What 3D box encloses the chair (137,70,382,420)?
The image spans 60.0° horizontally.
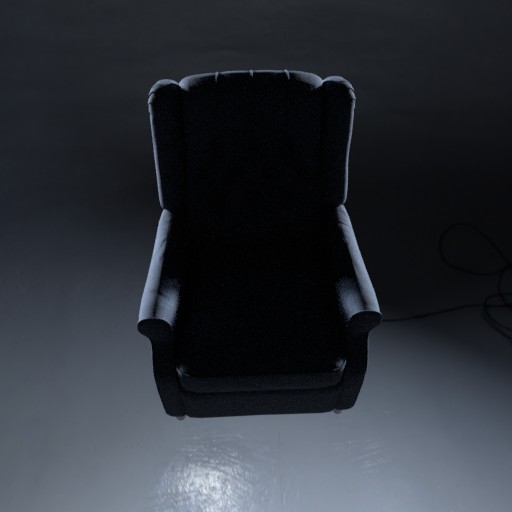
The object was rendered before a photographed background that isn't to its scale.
[{"bbox_3d":[0.000,0.000,1.590,0.742,1.035,0.898,-2,47,-2],"label":"chair"}]
